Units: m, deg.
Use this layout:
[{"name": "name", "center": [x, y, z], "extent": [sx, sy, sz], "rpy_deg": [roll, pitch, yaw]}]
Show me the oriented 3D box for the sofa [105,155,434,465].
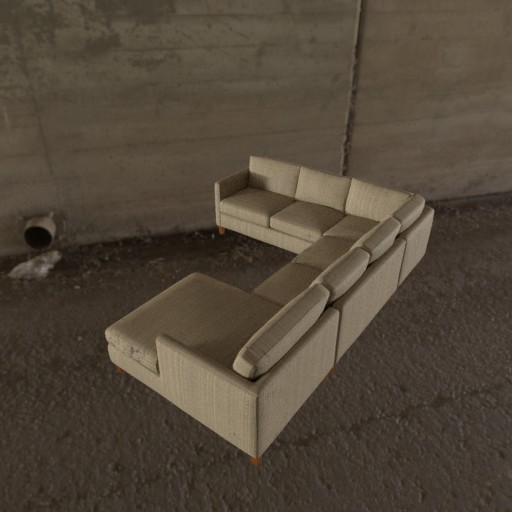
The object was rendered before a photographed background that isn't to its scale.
[{"name": "sofa", "center": [0.000, 0.000, 4.663], "extent": [2.594, 0.961, 3.460], "rpy_deg": [21, 37, 31]}]
